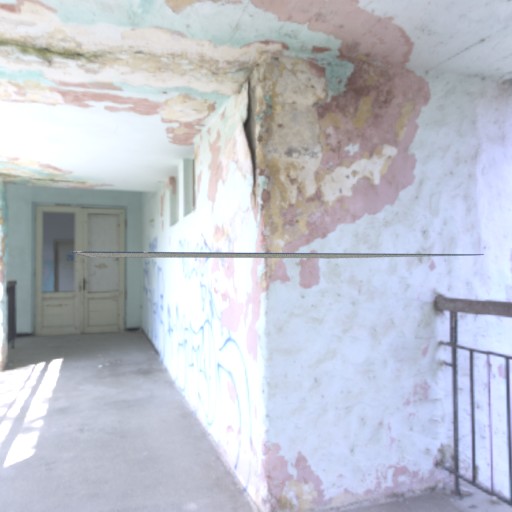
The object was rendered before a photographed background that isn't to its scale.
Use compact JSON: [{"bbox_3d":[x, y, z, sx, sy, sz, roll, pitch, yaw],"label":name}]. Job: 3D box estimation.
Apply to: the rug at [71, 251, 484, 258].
[{"bbox_3d":[0.000,0.000,3.940,2.867,0.020,2.277,0,-1,-18],"label":"rug"}]
